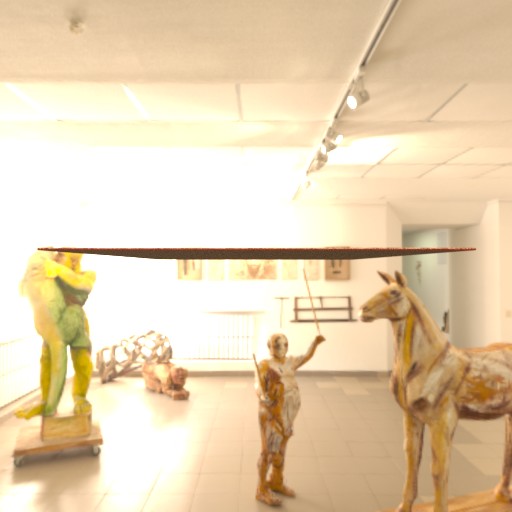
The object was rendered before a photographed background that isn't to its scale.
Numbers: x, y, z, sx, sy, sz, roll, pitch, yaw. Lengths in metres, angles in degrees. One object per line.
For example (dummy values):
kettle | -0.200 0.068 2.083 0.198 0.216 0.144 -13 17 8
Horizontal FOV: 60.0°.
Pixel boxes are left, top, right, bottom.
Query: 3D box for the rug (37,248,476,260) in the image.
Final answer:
rug | 0.000 0.000 3.976 2.441 0.016 3.050 0 -1 0
